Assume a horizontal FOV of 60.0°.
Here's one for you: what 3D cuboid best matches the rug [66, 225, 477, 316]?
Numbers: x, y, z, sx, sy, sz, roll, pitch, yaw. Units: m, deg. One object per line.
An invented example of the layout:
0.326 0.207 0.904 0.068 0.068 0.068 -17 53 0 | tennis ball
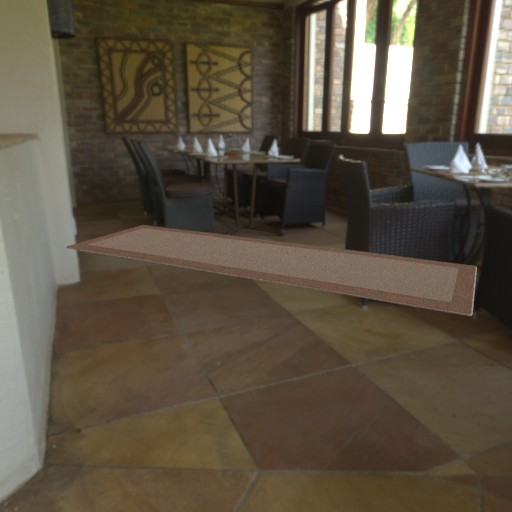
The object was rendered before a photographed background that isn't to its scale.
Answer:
0.000 0.000 2.721 2.430 0.012 0.767 8 18 26 | rug
